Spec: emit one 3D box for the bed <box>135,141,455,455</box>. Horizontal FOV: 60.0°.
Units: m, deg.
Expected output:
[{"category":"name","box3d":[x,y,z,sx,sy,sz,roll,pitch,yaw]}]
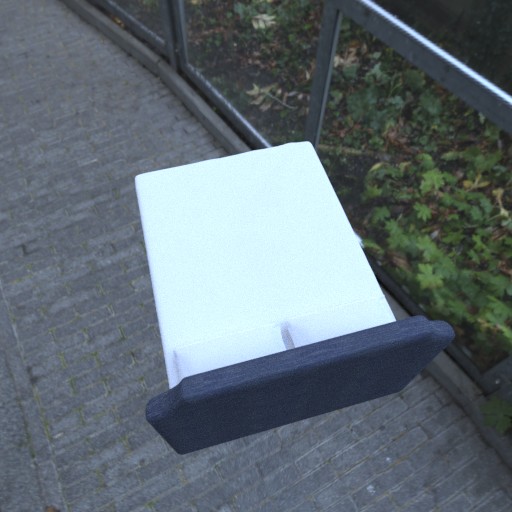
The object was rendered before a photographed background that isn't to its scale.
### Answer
[{"category":"bed","box3d":[0.000,0.000,3.184,1.693,1.290,2.116,-13,59,-8]}]
